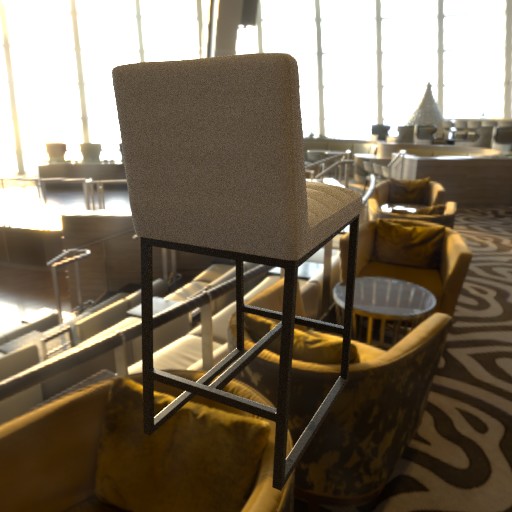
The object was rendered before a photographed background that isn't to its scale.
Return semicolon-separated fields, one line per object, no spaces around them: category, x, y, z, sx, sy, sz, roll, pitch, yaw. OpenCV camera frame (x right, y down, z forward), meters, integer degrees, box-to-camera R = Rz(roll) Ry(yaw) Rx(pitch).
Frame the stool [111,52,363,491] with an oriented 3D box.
stool;0.000;0.000;1.250;0.459;0.971;0.567;9;19;27
